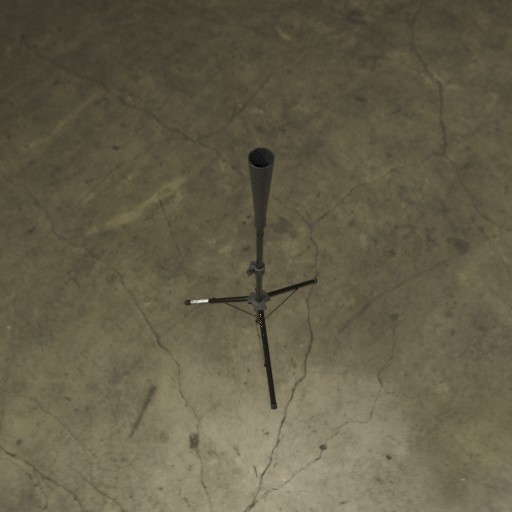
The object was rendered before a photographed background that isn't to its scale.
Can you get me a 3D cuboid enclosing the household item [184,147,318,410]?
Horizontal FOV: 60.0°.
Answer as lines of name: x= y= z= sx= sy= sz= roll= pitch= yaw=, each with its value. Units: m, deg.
household item: x=0.000 y=0.000 z=1.388 sx=0.559 sy=1.067 sz=0.559 roll=31 pitch=67 yaw=15
